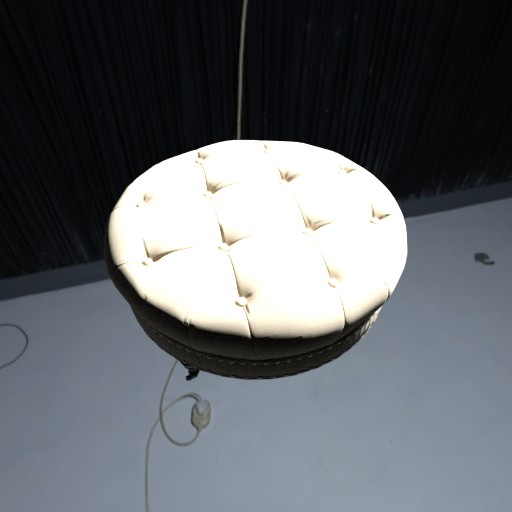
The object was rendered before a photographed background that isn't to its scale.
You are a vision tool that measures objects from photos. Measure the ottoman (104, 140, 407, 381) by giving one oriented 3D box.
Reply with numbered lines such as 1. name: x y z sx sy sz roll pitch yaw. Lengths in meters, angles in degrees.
1. ottoman: 0.000 0.000 1.453 0.901 0.439 0.901 0 46 0
